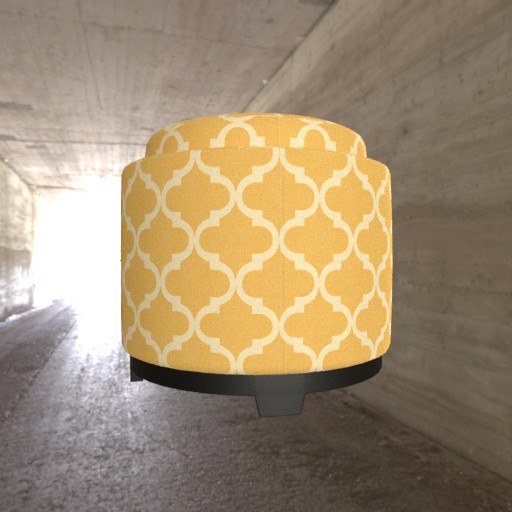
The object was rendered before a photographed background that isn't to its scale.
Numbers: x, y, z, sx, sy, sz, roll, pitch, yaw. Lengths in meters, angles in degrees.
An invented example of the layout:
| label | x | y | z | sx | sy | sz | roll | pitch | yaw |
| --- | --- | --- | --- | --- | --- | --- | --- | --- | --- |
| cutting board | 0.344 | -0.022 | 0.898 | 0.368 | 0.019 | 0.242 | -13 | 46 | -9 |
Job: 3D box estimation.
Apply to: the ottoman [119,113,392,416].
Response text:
| label | x | y | z | sx | sy | sz | roll | pitch | yaw |
| --- | --- | --- | --- | --- | --- | --- | --- | --- | --- |
| ottoman | 0.000 | 0.000 | 0.816 | 0.480 | 0.429 | 0.480 | 0 | 0 | 0 |
